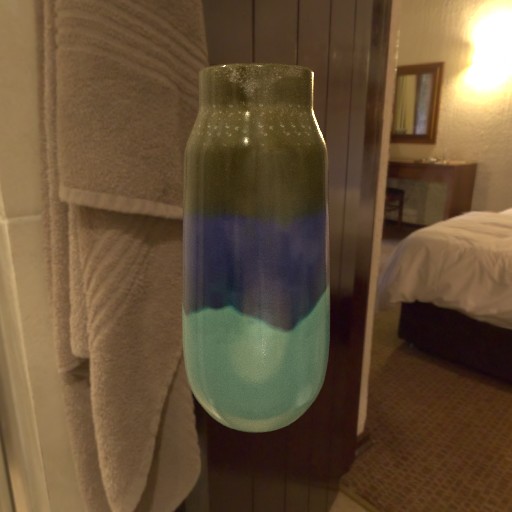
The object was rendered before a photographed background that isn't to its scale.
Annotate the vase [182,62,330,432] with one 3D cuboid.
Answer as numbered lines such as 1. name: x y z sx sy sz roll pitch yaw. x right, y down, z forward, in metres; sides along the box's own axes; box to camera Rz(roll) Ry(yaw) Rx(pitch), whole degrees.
1. vase: 0.000 0.000 0.401 0.139 0.313 0.139 0 16 0
